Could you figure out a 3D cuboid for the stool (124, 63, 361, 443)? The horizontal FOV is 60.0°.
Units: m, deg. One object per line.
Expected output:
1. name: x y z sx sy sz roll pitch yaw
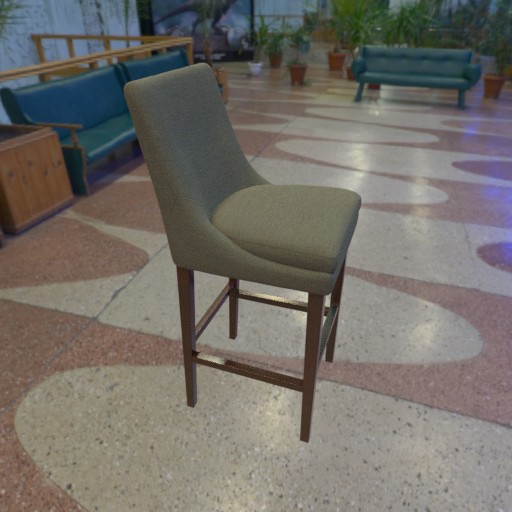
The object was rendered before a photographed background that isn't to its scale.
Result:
1. stool: 0.000 0.000 1.414 0.577 1.078 0.470 10 32 17
